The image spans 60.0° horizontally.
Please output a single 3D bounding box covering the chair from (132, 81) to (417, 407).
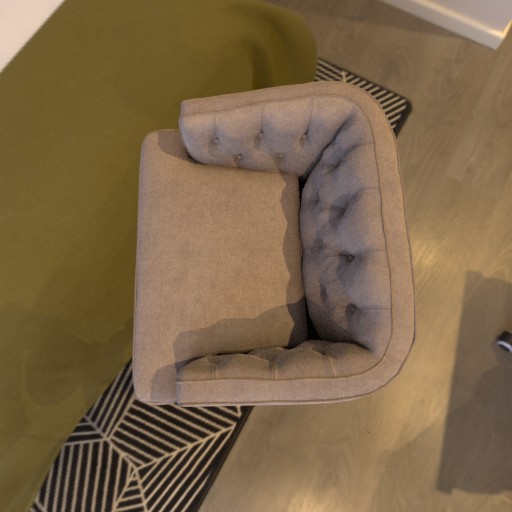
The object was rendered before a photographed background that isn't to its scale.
[{"bbox_3d":[0.000,0.000,1.752,0.941,0.852,1.104,-2,75,0],"label":"chair"}]
